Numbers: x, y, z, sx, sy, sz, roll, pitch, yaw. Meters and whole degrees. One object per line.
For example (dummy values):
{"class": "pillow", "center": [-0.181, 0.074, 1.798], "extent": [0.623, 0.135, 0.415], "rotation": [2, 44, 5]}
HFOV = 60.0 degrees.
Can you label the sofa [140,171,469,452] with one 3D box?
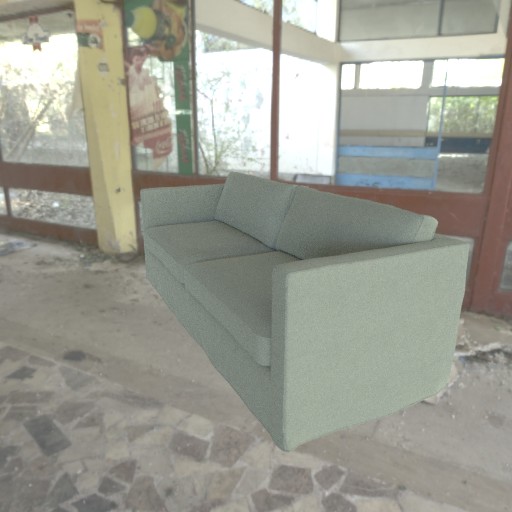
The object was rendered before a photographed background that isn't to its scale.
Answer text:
{"class": "sofa", "center": [0.000, 0.000, 2.761], "extent": [0.962, 0.853, 2.312], "rotation": [-8, 19, -25]}
